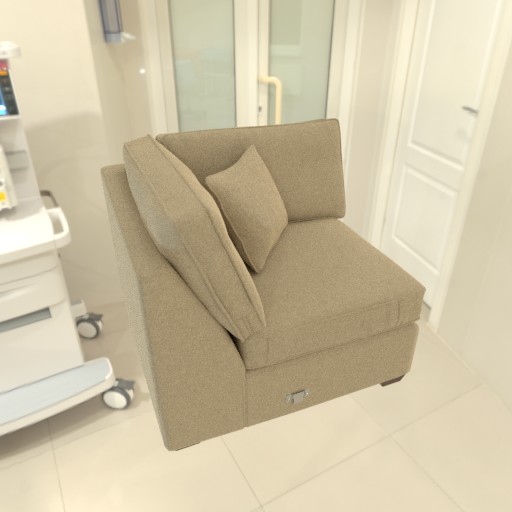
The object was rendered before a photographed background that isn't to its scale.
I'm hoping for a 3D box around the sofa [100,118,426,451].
[{"bbox_3d":[0.000,0.000,1.990,1.146,1.002,1.084,-11,31,-19],"label":"sofa"}]
